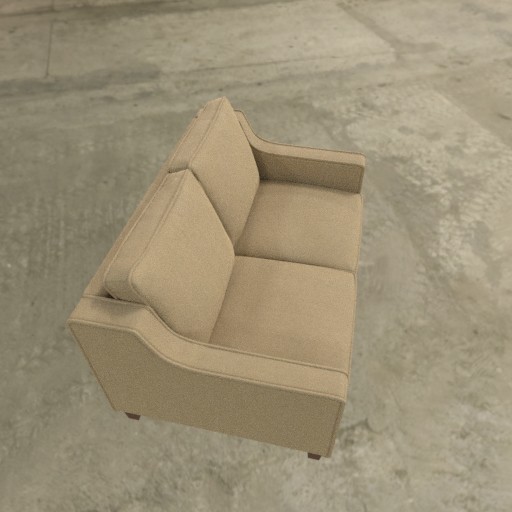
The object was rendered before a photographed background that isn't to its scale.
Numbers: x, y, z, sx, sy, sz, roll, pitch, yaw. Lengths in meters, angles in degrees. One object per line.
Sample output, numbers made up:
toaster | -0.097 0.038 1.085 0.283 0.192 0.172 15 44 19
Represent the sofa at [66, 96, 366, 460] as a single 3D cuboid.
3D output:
sofa | 0.000 0.000 2.151 0.987 0.971 1.501 9 47 9
